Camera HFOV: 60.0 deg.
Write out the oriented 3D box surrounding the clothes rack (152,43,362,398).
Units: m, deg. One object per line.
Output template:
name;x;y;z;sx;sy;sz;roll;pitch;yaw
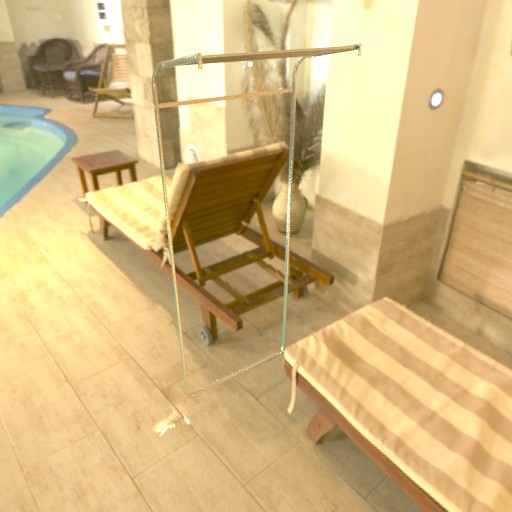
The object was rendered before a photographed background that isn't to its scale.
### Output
clothes rack;0.000;0.000;1.817;0.609;1.574;0.349;-19;35;-29
